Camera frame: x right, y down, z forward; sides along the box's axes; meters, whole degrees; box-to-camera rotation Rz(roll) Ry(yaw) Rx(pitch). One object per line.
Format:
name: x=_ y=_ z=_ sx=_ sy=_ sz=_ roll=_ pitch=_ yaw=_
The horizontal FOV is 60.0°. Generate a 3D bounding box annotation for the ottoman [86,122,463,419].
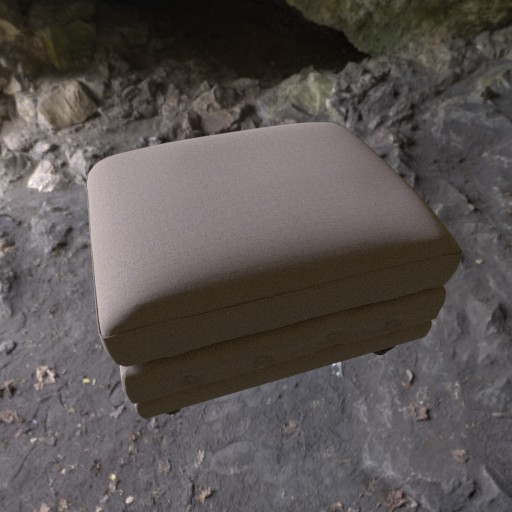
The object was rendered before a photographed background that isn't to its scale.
ottoman: x=0.000 y=0.000 z=1.036 sx=0.684 sy=0.463 sz=0.541 roll=-12 pitch=44 yaw=-13
